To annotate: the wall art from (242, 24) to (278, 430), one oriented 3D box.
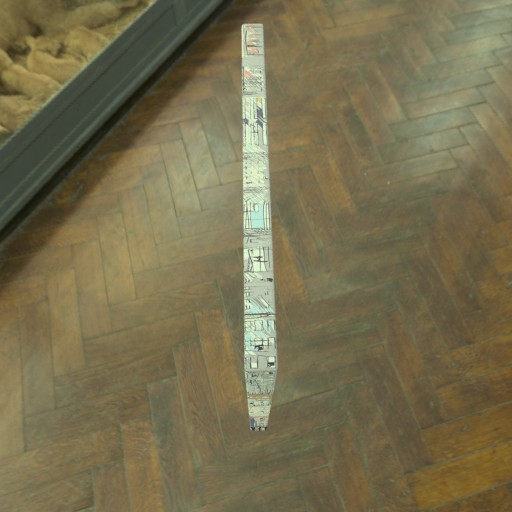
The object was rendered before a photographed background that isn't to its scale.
[{"bbox_3d":[0.000,0.000,1.138,0.048,0.762,0.761,-1,63,-1],"label":"wall art"}]
